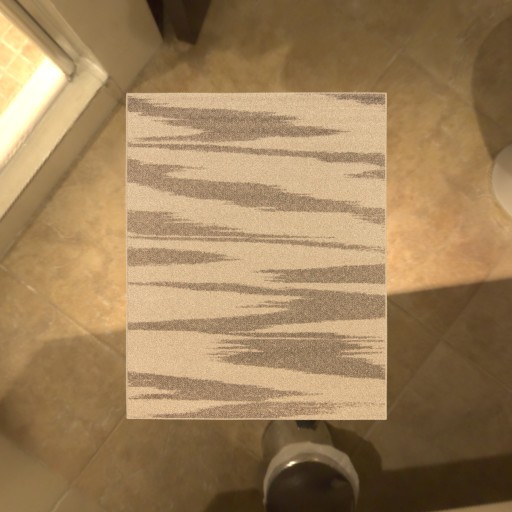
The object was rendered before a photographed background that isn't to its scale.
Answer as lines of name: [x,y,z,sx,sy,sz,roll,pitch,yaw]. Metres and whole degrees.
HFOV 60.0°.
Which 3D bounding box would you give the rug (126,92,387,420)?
rug: [0.000,0.000,3.991,2.353,0.014,2.945,0,90,1]
